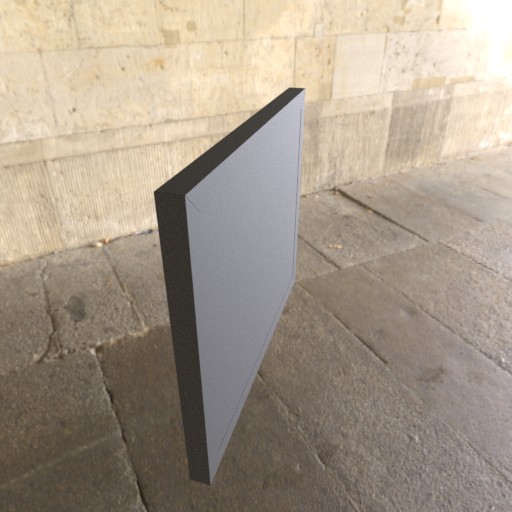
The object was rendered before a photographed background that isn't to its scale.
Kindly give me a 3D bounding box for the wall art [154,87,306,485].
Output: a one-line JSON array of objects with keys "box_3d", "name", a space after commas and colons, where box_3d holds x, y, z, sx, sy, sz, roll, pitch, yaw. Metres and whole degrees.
[{"box_3d": [0.000, 0.000, 0.551, 0.024, 0.329, 0.404, 9, 32, 15], "name": "wall art"}]
